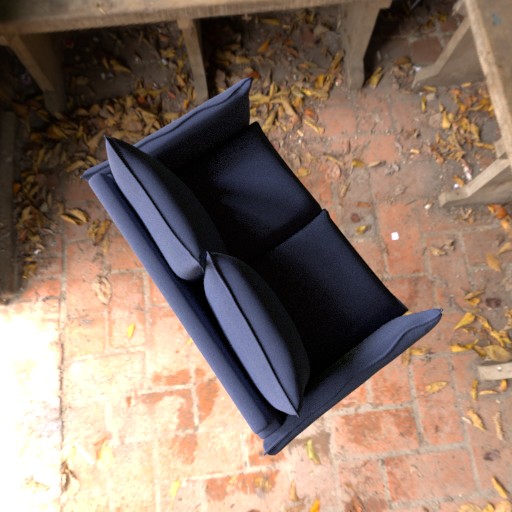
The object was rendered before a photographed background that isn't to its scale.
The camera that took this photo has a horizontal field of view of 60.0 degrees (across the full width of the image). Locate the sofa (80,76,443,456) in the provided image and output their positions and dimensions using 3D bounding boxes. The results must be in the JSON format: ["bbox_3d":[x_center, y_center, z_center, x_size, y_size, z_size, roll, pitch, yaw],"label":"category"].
[{"bbox_3d":[0.000,0.000,1.867,0.820,0.840,1.300,-34,78,-8],"label":"sofa"}]
